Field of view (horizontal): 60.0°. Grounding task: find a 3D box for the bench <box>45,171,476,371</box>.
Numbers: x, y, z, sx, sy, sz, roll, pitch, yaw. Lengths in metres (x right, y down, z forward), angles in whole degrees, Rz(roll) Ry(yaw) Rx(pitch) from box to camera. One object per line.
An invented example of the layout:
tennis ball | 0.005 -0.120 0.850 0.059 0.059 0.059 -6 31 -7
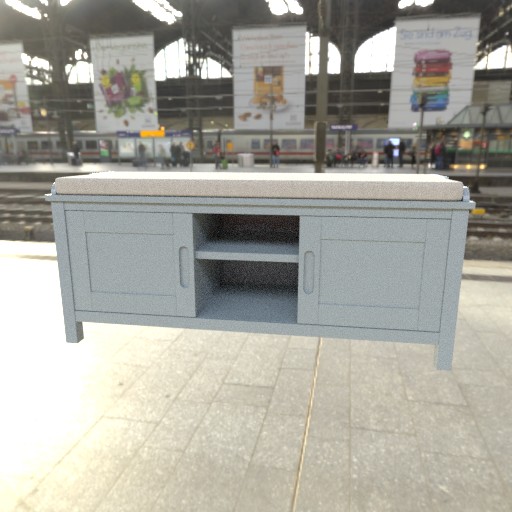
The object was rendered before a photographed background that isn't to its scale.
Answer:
bench | 0.000 0.000 1.397 1.140 0.501 0.398 2 14 9
